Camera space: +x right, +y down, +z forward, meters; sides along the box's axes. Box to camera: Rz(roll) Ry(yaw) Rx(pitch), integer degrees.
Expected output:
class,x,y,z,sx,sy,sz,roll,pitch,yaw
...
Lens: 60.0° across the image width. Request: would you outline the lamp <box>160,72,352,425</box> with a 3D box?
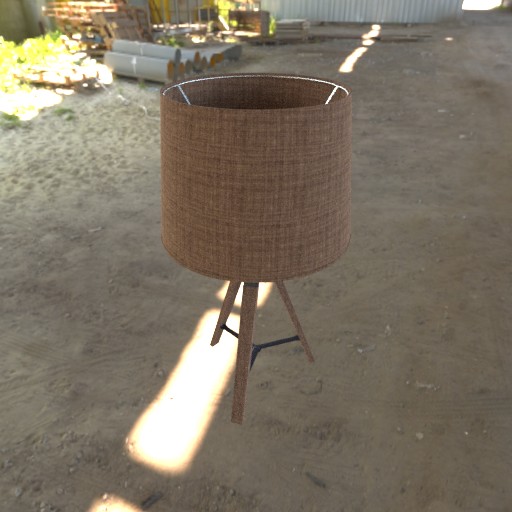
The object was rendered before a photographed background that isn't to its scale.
class,x,y,z,sx,sy,sz,roll,pitch,yaw
lamp,0.000,0.000,0.714,0.290,0.514,0.290,0,31,0
